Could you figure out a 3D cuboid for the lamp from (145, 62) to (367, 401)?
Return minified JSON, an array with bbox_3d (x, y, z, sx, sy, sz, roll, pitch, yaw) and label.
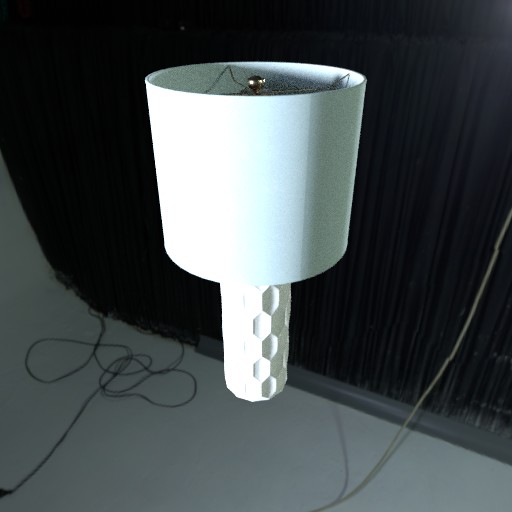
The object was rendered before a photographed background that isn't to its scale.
[{"bbox_3d":[0.000,0.000,0.701,0.277,0.534,0.277,11,32,18],"label":"lamp"}]
